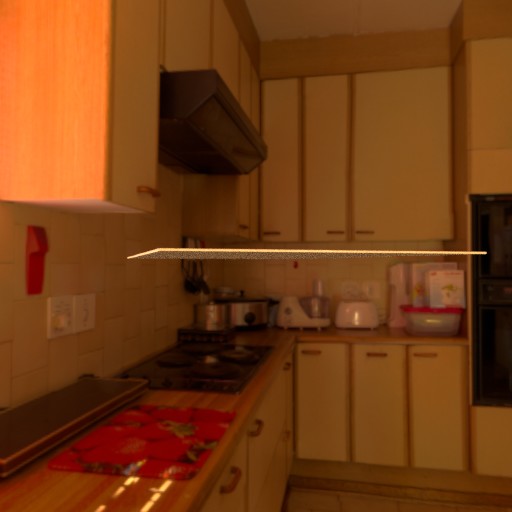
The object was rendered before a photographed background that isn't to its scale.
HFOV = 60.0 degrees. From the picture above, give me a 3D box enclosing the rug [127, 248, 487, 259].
[{"bbox_3d":[0.000,0.000,2.341,1.220,0.007,1.828,0,-1,-19],"label":"rug"}]
